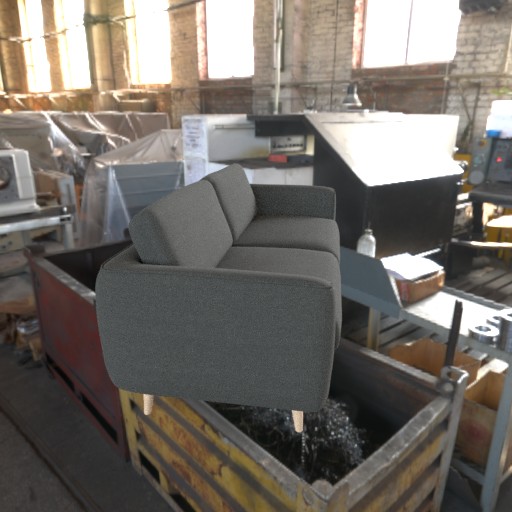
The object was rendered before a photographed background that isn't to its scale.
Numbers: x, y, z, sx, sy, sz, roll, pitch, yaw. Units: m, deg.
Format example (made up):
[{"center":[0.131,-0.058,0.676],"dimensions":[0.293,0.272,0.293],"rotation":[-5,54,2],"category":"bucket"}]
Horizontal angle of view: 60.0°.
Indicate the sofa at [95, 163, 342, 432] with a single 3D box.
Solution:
[{"center":[0.000,0.000,2.440],"dimensions":[0.920,0.850,2.000],"rotation":[3,18,9],"category":"sofa"}]
